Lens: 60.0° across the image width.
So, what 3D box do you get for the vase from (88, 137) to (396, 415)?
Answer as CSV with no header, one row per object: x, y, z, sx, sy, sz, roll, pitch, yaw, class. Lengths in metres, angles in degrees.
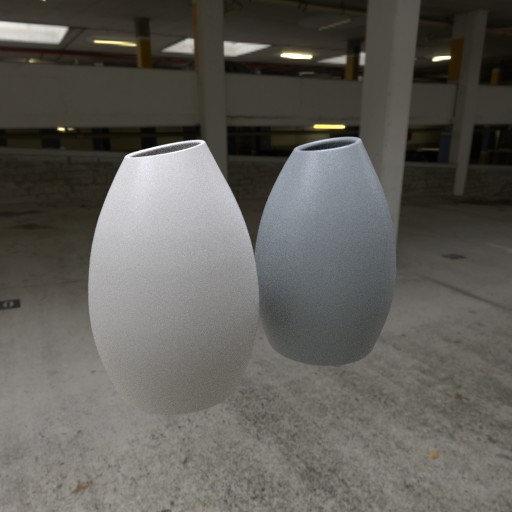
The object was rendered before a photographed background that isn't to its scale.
0.000,0.000,0.257,0.187,0.131,0.089,-9,19,-27,vase
